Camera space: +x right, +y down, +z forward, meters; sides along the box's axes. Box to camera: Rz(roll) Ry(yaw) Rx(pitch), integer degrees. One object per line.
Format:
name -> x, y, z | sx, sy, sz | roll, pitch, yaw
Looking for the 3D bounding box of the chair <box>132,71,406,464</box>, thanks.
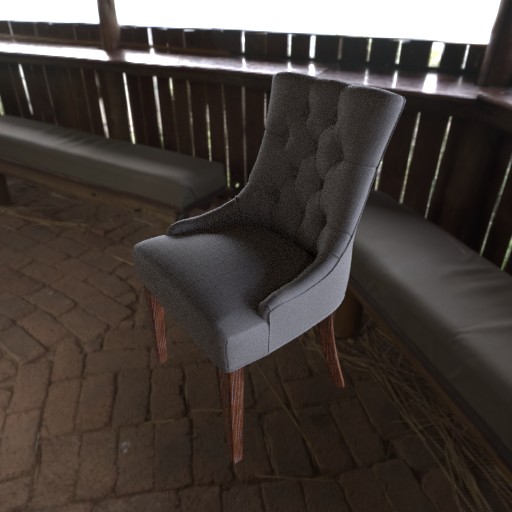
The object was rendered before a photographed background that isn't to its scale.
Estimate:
chair -> 0.000, 0.000, 1.224 | 0.565, 0.874, 0.509 | -20, 36, -30
